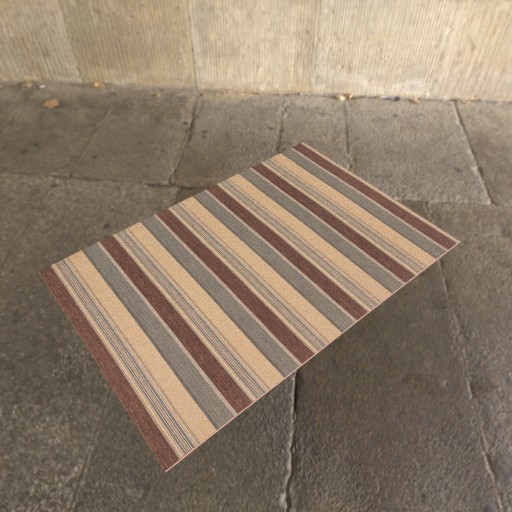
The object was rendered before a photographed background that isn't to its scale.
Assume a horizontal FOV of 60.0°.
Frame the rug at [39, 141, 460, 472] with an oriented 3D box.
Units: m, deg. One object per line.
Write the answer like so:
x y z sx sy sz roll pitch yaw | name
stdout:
0.000 0.000 2.297 1.829 0.008 1.219 -31 55 -25 | rug
